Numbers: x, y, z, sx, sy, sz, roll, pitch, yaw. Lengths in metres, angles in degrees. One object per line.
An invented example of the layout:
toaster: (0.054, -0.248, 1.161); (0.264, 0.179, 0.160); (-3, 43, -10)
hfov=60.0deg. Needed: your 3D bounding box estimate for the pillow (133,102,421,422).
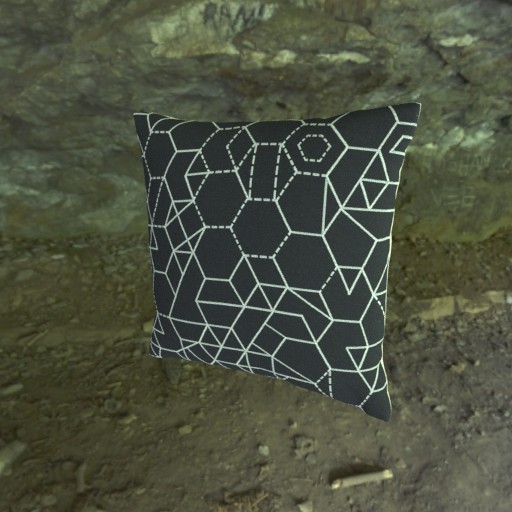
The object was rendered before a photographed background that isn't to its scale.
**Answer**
pillow: (0.000, 0.000, 0.794); (0.517, 0.508, 0.158); (7, 16, 26)
